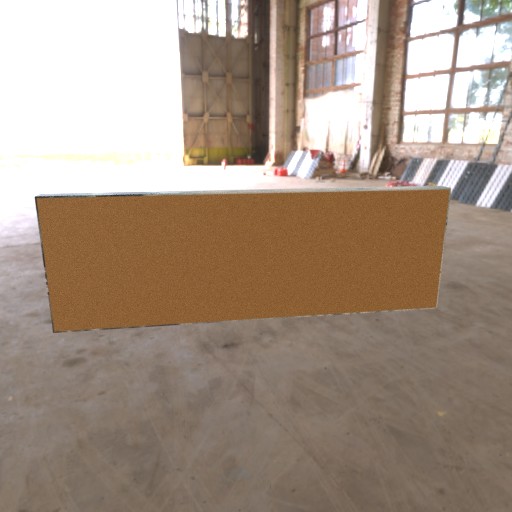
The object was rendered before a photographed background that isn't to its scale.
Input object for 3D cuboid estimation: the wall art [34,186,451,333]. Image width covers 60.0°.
[{"bbox_3d":[0.000,0.000,0.851,0.759,0.251,0.037,-2,16,-9],"label":"wall art"}]
